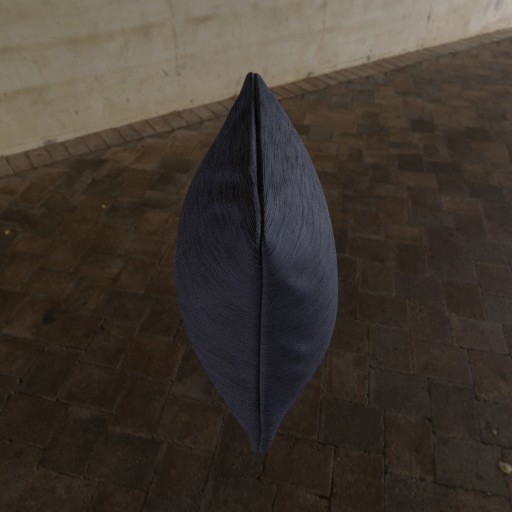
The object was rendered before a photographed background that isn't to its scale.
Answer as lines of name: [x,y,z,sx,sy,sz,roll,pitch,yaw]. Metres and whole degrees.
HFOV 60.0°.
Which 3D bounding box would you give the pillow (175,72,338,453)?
pillow: [0.000,0.000,0.681,0.246,0.414,0.432,-1,42,-1]
